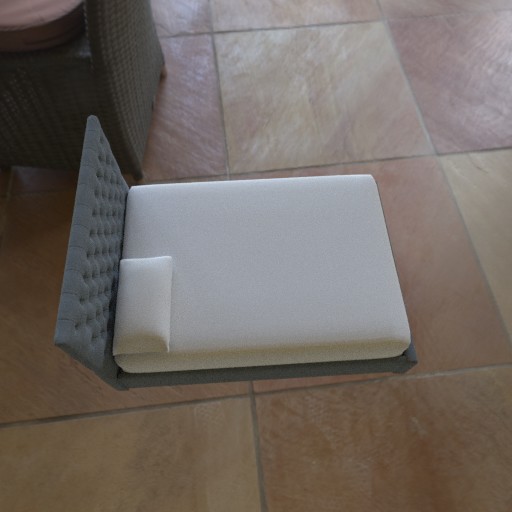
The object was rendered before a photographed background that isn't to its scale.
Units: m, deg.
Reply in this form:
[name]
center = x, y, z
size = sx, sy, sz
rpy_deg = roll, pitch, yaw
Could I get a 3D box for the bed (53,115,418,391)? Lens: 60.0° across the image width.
[bed]
center = 0.000, 0.000, 3.422
size = 2.335, 1.411, 1.698
rpy_deg = -3, 63, -2
